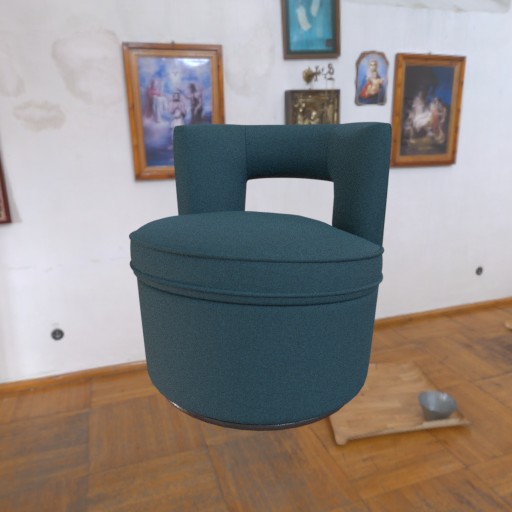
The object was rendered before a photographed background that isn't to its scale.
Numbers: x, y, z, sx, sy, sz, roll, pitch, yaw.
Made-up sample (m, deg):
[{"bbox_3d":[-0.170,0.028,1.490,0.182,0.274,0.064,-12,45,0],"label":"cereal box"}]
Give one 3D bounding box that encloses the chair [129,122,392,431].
[{"bbox_3d":[0.000,0.000,1.223,0.684,0.711,0.660,7,17,25],"label":"chair"}]
